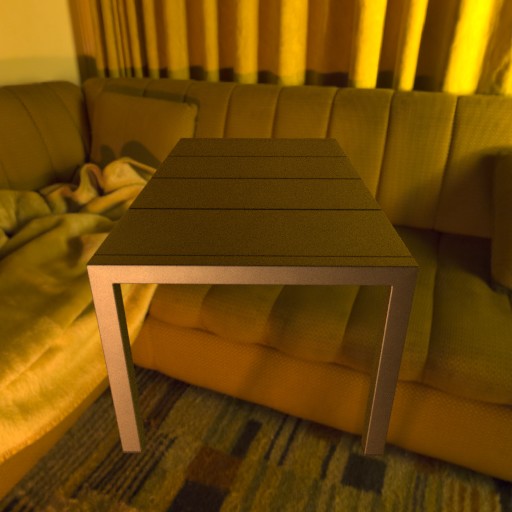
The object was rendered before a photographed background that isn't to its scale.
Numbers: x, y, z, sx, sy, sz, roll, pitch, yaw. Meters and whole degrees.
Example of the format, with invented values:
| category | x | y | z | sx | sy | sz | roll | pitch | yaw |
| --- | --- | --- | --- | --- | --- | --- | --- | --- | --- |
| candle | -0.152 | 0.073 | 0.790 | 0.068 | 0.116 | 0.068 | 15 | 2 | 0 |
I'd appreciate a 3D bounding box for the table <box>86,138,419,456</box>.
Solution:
| category | x | y | z | sx | sy | sz | roll | pitch | yaw |
| --- | --- | --- | --- | --- | --- | --- | --- | --- | --- |
| table | 0.000 | 0.000 | 1.271 | 0.559 | 0.460 | 0.965 | 0 | 27 | 1 |
